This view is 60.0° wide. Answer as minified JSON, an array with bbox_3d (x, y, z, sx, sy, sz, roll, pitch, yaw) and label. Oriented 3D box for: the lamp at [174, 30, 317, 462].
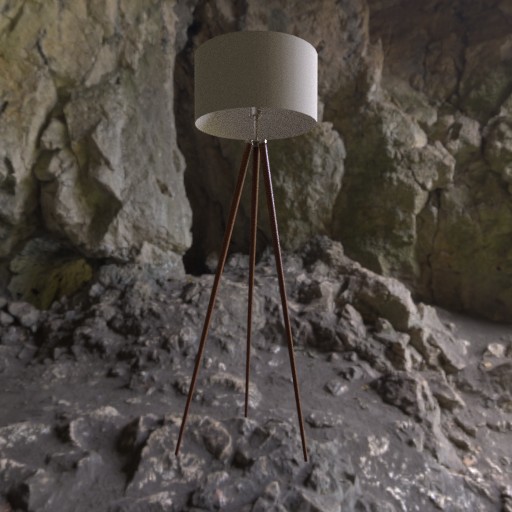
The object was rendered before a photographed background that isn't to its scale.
[{"bbox_3d":[0.000,0.000,1.773,0.483,1.553,0.483,1,2,35],"label":"lamp"}]
